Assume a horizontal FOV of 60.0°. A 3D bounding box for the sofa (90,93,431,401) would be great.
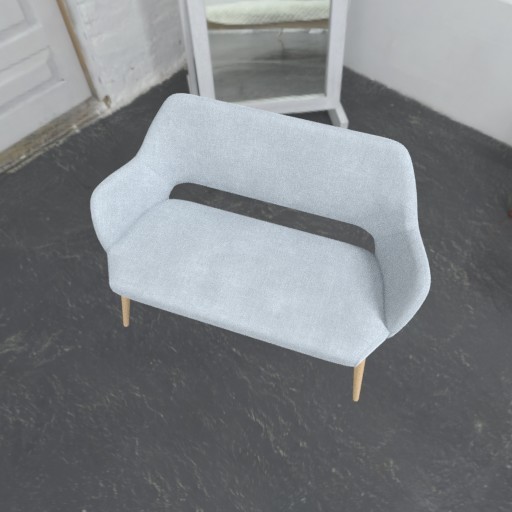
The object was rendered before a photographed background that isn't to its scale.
[{"bbox_3d":[0.000,0.000,1.643,1.150,0.840,0.610,16,60,9],"label":"sofa"}]
